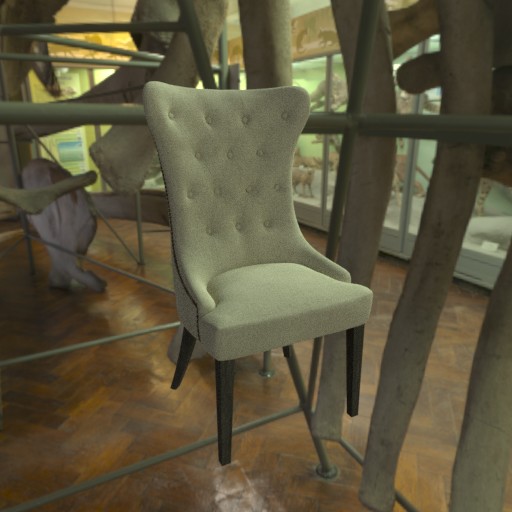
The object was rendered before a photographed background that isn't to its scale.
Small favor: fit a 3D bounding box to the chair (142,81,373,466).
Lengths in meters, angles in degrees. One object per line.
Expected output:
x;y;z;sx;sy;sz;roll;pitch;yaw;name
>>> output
0.000;0.000;1.438;0.584;1.065;0.590;-9;20;-26;chair
